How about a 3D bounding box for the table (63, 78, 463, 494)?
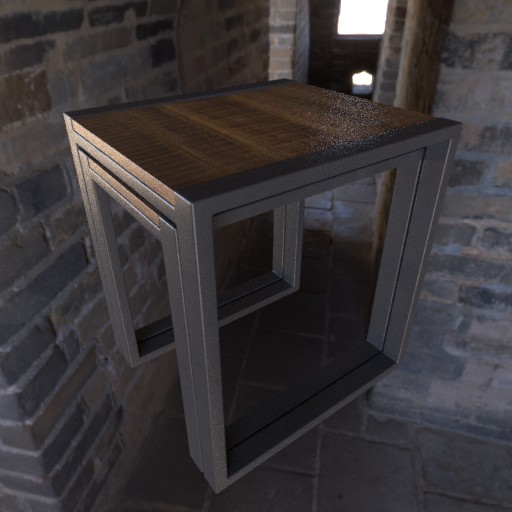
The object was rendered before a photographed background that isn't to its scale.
[{"bbox_3d":[0.000,0.000,0.886,0.500,0.550,0.449,-22,38,-30],"label":"table"}]
